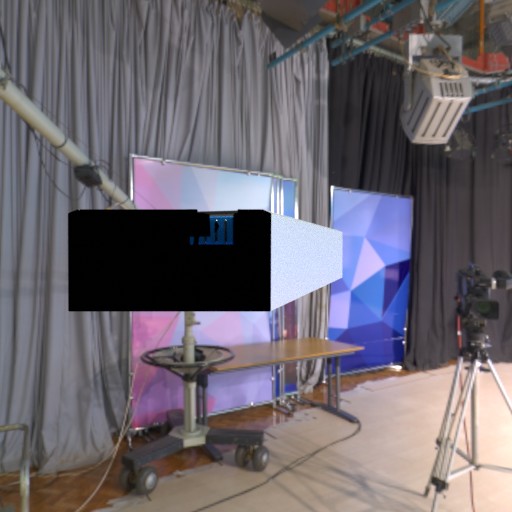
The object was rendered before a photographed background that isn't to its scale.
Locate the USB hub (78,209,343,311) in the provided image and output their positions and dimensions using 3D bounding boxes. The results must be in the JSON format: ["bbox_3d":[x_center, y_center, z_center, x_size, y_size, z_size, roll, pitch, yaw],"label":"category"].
[{"bbox_3d":[0.000,0.000,0.160,0.044,0.023,0.145,0,1,18],"label":"USB hub"}]
